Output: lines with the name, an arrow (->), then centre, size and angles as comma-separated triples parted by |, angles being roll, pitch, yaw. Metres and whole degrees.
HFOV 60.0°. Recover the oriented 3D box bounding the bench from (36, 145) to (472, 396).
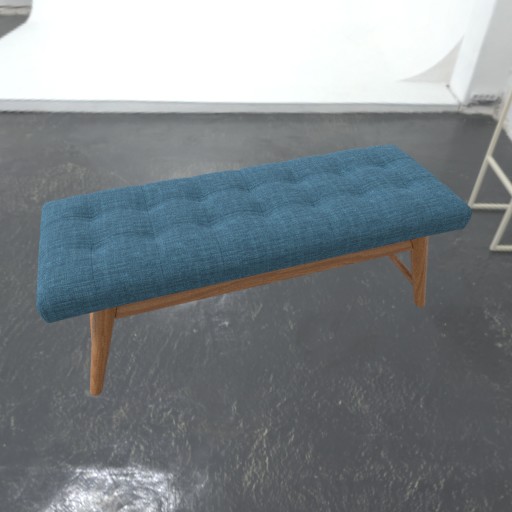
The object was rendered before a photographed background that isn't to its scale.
bench -> 0.000, 0.000, 1.325 | 1.118, 0.432, 0.406 | -12, 42, -14
